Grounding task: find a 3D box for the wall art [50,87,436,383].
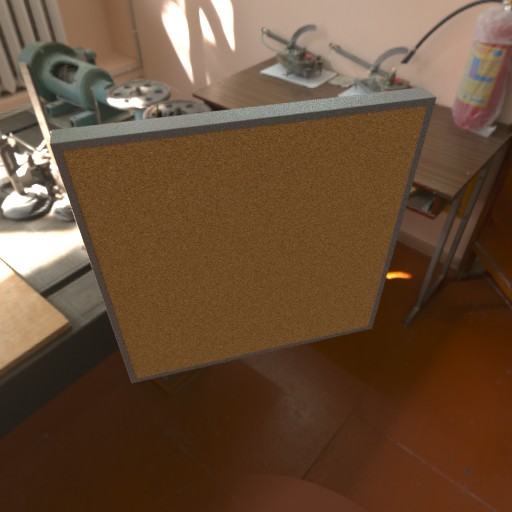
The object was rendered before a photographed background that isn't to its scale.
[{"bbox_3d":[0.000,0.000,0.514,0.349,0.349,0.028,-10,43,-11],"label":"wall art"}]
